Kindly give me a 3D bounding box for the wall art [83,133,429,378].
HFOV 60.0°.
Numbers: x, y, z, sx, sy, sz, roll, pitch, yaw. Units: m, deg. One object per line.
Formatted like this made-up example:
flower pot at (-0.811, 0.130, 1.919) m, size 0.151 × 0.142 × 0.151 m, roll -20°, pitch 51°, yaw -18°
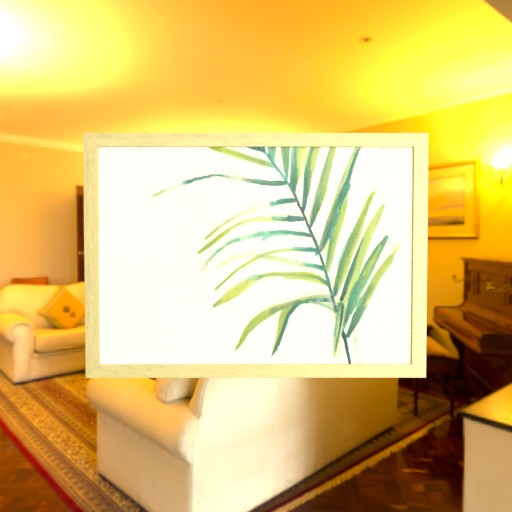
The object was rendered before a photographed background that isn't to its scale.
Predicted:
wall art at (0.000, 0.000, 0.703) m, size 0.532 × 0.380 × 0.032 m, roll 0°, pitch 2°, yaw 0°
